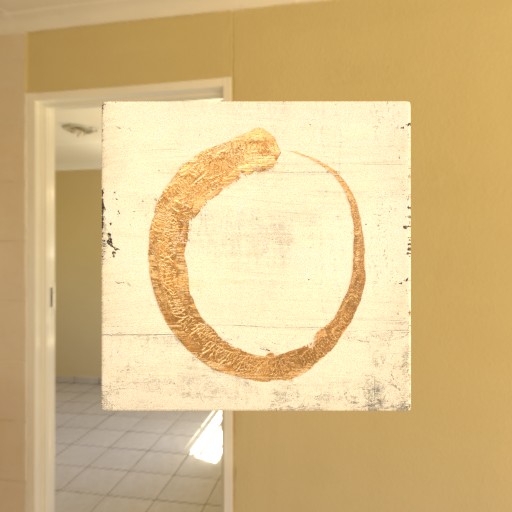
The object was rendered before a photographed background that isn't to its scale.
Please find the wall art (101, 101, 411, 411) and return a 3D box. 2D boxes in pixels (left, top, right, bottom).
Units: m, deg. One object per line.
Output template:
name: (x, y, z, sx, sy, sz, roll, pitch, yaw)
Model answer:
wall art: (0.000, 0.000, 0.894, 0.610, 0.611, 0.040, 0, 0, 0)
